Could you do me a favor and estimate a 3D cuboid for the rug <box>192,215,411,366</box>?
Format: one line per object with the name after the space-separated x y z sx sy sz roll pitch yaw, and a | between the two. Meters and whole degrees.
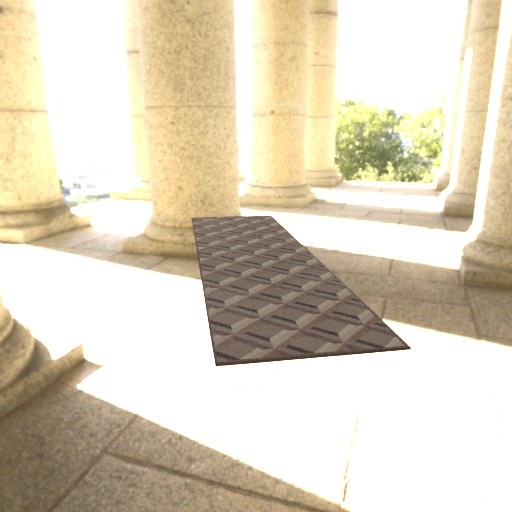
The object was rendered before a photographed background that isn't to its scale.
0.000 0.000 2.634 0.685 0.013 2.437 -3 16 -9 | rug
